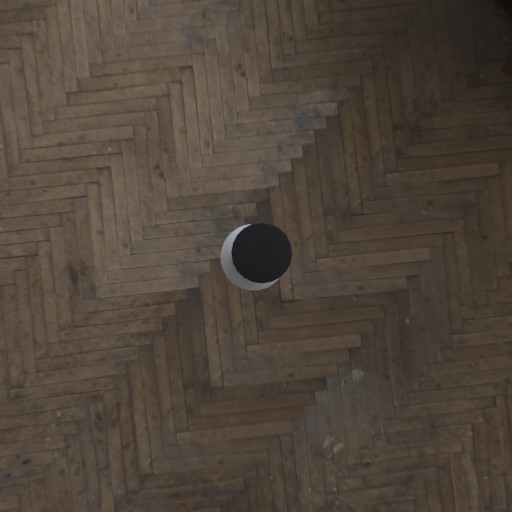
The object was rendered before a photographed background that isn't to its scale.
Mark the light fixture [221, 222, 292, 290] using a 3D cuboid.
[{"bbox_3d":[0.000,0.000,1.496,0.324,1.337,0.324,0,89,-1],"label":"light fixture"}]
